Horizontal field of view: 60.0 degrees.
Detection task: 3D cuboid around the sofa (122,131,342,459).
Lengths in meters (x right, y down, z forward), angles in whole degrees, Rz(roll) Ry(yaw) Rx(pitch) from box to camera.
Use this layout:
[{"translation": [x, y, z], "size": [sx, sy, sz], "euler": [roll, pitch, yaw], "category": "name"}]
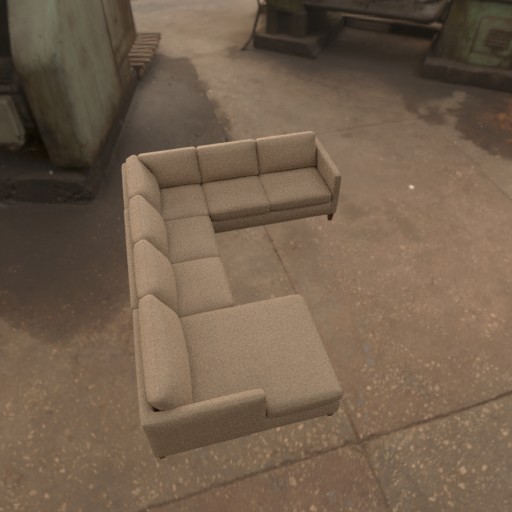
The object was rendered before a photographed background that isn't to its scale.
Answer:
[{"translation": [0.000, 0.000, 4.623], "size": [2.551, 0.889, 3.403], "euler": [-10, 46, -10], "category": "sofa"}]
